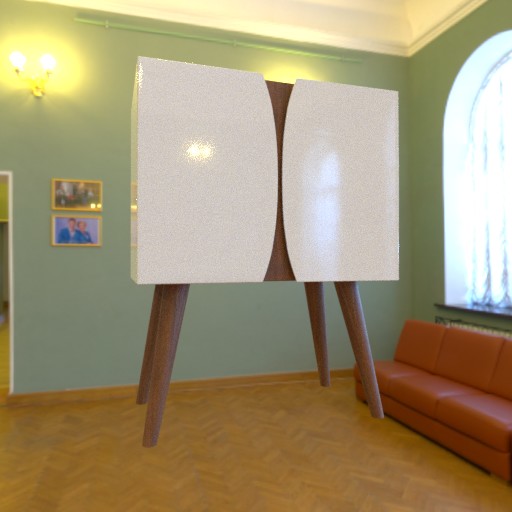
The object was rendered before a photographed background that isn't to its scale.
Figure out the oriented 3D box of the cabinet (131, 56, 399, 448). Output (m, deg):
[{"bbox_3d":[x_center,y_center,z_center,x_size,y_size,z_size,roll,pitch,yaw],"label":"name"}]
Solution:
[{"bbox_3d":[0.000,0.000,1.106,0.591,0.772,0.344,0,-1,-18],"label":"cabinet"}]
